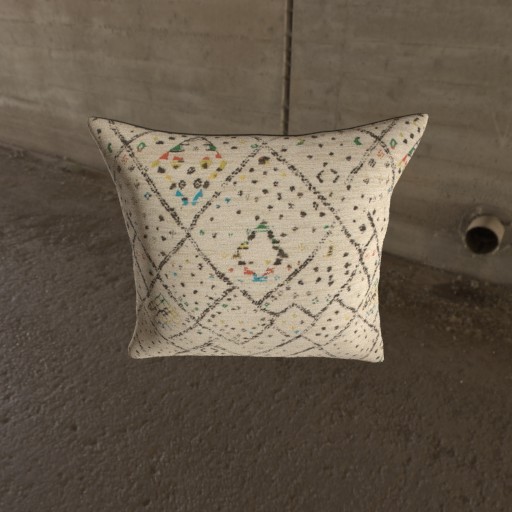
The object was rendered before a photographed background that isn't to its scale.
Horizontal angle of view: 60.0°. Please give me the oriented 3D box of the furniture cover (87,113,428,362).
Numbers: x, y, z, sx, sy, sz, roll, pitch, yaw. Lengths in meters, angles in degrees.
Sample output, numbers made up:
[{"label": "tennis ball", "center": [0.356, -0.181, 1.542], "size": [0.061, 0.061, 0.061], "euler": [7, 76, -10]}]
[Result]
[{"label": "furniture cover", "center": [0.000, 0.000, 0.793], "size": [0.525, 0.498, 0.180], "euler": [0, 31, 1]}]
